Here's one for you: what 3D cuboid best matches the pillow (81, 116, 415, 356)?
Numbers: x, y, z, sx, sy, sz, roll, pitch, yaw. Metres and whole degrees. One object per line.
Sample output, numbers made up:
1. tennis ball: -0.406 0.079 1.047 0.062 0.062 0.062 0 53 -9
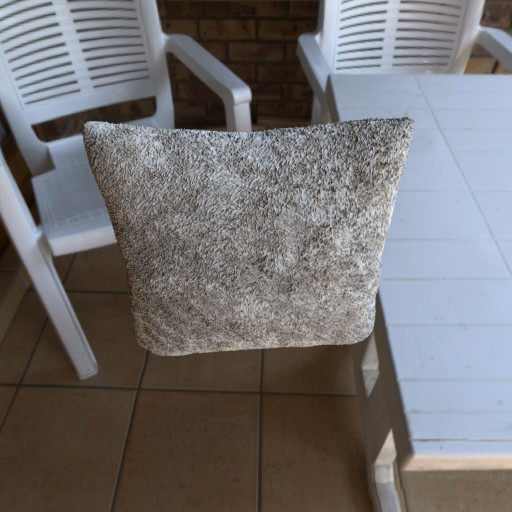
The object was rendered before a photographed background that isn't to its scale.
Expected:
1. pillow: 0.000 0.000 0.830 0.529 0.515 0.218 -3 47 -3
